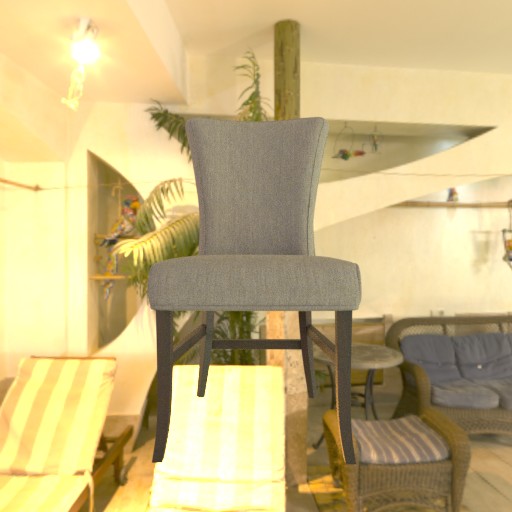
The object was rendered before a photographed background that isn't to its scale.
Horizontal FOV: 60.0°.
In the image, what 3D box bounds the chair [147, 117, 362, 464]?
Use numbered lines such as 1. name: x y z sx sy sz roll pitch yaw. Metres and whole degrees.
1. chair: 0.000 0.000 1.366 0.520 0.991 0.660 0 0 1
